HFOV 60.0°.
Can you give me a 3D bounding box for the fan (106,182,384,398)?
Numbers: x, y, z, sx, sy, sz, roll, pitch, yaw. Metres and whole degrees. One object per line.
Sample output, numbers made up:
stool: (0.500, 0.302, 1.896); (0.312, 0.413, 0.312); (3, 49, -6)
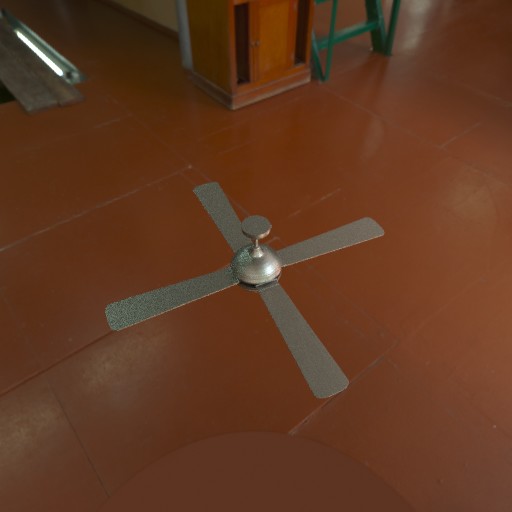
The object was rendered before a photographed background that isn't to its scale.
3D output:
fan: (0.000, 0.000, 2.011); (1.321, 0.381, 1.321); (-3, 47, -3)
